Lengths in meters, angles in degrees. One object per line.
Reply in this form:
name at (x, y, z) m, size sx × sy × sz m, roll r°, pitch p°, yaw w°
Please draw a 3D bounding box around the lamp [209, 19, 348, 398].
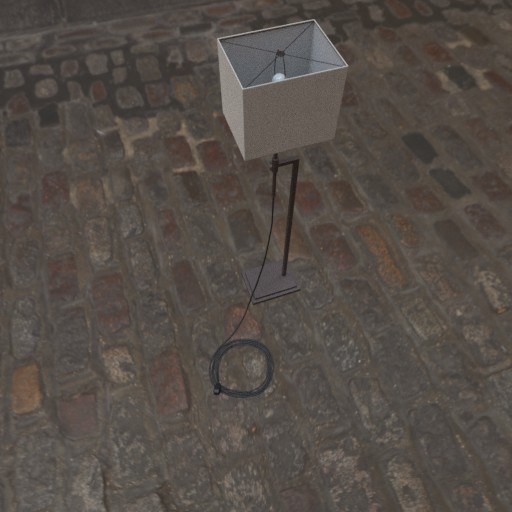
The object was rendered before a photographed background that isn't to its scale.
lamp at (0.000, 0.000, 1.977) m, size 0.698 × 1.600 × 0.774 m, roll -16°, pitch 59°, yaw -10°
